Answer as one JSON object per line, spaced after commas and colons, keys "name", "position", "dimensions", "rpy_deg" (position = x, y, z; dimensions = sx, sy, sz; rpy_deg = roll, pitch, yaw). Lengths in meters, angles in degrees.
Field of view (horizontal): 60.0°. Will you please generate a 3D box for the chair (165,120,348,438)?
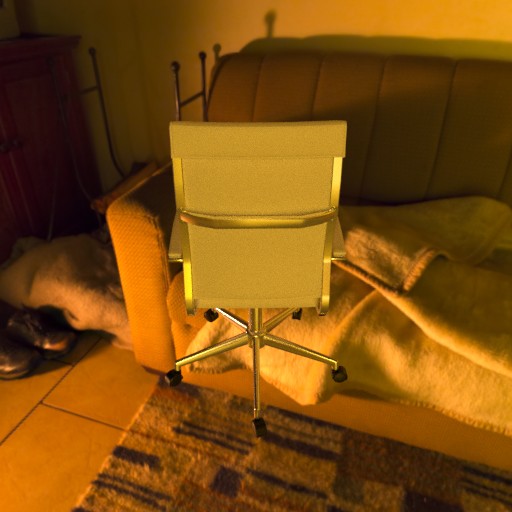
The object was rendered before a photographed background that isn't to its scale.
{"name": "chair", "position": [0.000, 0.000, 1.650], "dimensions": [0.766, 1.149, 0.739], "rpy_deg": [-1, 31, -1]}
